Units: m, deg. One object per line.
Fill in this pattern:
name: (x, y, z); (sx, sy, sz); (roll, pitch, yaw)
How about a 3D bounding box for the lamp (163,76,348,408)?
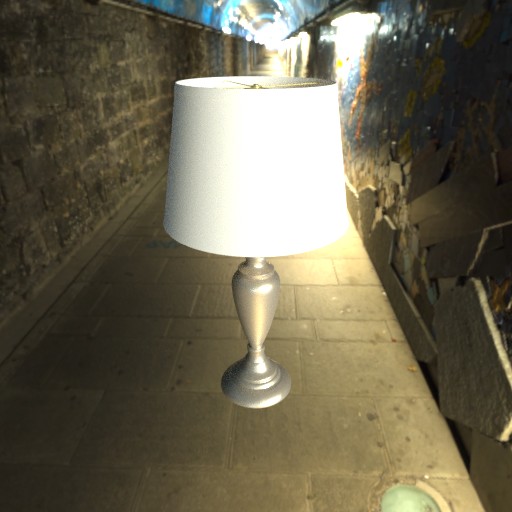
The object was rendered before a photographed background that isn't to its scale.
lamp: (0.000, 0.000, 0.834); (0.328, 0.612, 0.328); (0, 26, 0)
